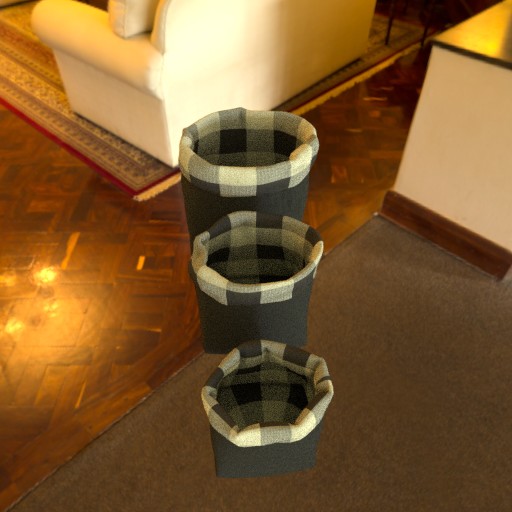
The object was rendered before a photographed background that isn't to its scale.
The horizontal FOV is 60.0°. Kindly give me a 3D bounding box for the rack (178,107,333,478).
[{"bbox_3d":[0.000,0.000,1.058,0.370,0.329,0.889,-3,46,-3],"label":"rack"}]
